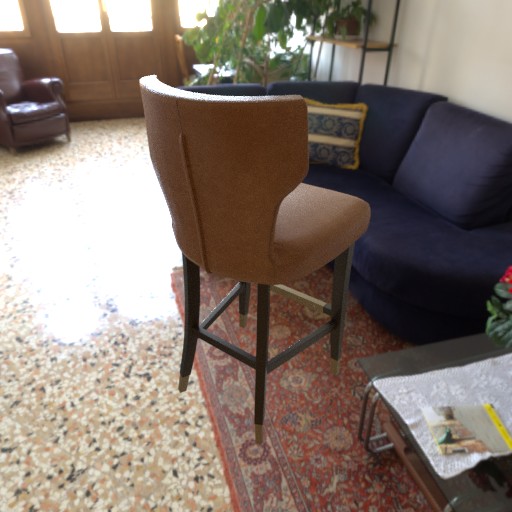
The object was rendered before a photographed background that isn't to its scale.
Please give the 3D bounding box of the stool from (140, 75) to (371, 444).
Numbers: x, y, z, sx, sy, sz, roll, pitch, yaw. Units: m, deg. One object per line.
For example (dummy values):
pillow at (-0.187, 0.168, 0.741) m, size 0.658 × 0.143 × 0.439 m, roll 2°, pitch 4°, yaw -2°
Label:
stool at (0.000, 0.000, 1.430) m, size 0.526 × 1.092 × 0.563 m, roll 21°, pitch 37°, yaw 31°
